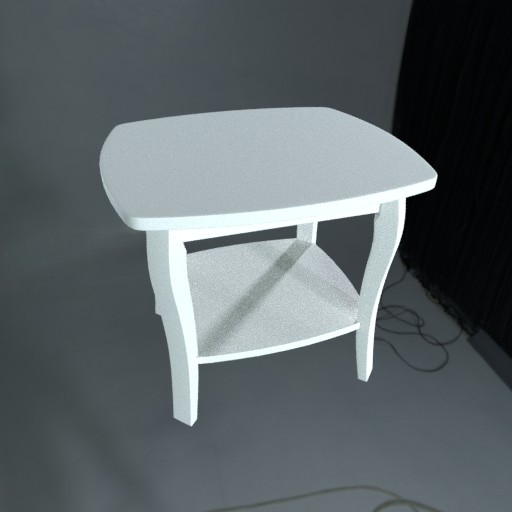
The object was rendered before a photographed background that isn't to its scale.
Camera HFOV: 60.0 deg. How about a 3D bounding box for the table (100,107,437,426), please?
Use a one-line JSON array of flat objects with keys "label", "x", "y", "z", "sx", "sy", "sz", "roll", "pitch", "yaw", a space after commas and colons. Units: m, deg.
[{"label": "table", "x": 0.000, "y": 0.000, "z": 0.861, "sx": 0.502, "sy": 0.438, "sz": 0.451, "roll": -9, "pitch": 34, "yaw": -14}]
